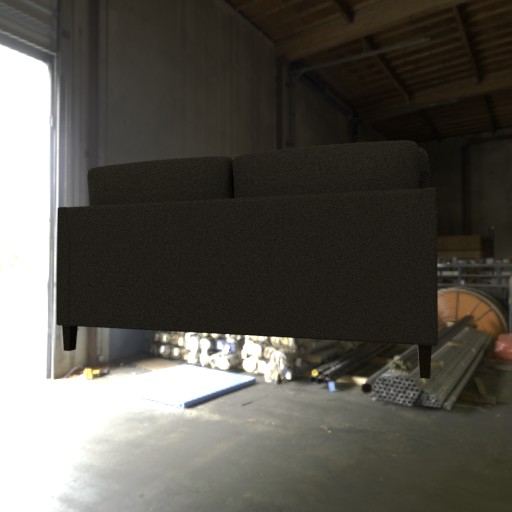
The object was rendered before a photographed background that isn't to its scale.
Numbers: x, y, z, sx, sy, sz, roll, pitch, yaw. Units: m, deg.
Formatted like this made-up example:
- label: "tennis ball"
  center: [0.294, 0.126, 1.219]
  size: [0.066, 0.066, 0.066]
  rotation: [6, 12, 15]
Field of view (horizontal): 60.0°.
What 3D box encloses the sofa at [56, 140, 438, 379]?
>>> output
- label: "sofa"
  center: [0.000, 0.000, 2.313]
  size: [1.751, 0.920, 0.969]
  rotation: [0, -1, 19]
